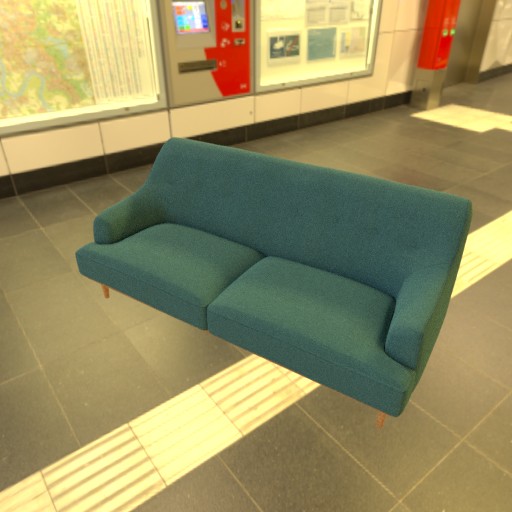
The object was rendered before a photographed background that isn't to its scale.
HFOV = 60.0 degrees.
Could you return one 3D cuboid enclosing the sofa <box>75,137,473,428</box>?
[{"bbox_3d":[0.000,0.000,2.544,2.057,0.871,0.978,19,36,27],"label":"sofa"}]
